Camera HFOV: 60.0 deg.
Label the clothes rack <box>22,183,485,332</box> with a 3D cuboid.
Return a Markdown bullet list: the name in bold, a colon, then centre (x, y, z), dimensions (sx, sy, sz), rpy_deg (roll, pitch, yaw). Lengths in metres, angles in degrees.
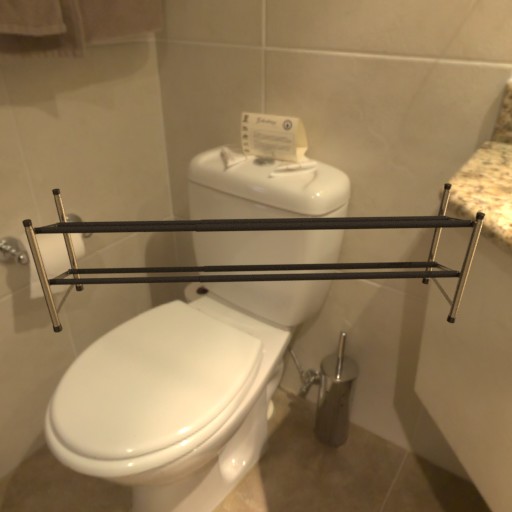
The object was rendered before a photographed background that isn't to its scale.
- **clothes rack**: centre (0.000, 0.000, 1.292), dimensions (1.168, 0.349, 0.229), rpy_deg (-1, 30, -2)
